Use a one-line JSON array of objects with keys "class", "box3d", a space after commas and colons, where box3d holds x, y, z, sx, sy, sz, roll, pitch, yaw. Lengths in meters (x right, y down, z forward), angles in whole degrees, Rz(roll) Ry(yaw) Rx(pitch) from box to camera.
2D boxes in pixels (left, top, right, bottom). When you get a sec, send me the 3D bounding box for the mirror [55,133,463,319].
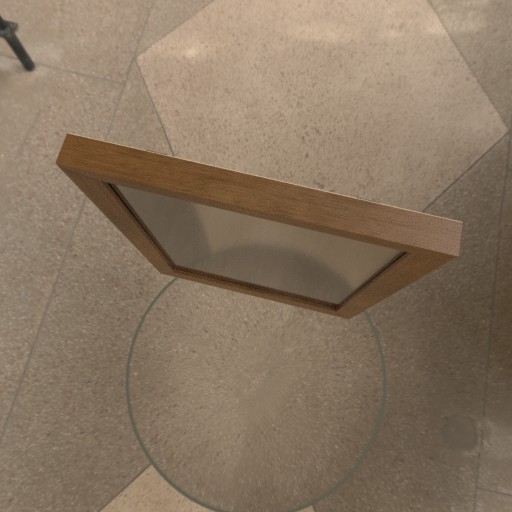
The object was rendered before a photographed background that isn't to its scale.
[{"class": "mirror", "box3d": [0.000, 0.000, 0.682, 0.405, 0.508, 0.041, 13, 76, 3]}]
